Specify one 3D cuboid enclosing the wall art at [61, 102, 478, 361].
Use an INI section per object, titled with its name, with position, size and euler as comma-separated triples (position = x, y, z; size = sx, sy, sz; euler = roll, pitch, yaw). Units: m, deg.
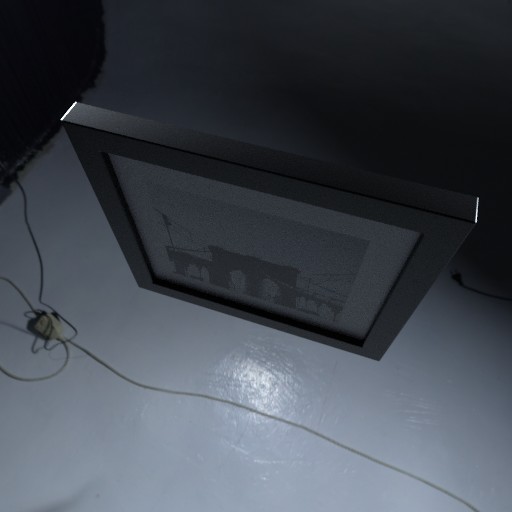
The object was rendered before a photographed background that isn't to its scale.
[wall art]
position = 0.000, 0.000, 0.532
size = 0.380, 0.330, 0.028
euler = 16, 59, 10
